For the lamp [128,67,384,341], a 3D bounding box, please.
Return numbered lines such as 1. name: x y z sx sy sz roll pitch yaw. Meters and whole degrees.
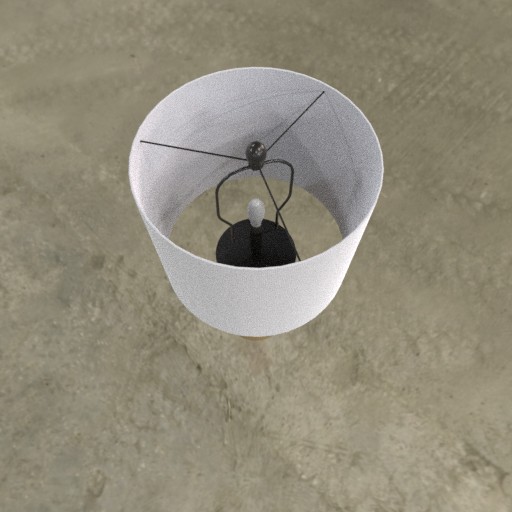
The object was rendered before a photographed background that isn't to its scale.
1. lamp: 0.000 0.000 0.770 0.304 0.573 0.304 -17 64 -9
